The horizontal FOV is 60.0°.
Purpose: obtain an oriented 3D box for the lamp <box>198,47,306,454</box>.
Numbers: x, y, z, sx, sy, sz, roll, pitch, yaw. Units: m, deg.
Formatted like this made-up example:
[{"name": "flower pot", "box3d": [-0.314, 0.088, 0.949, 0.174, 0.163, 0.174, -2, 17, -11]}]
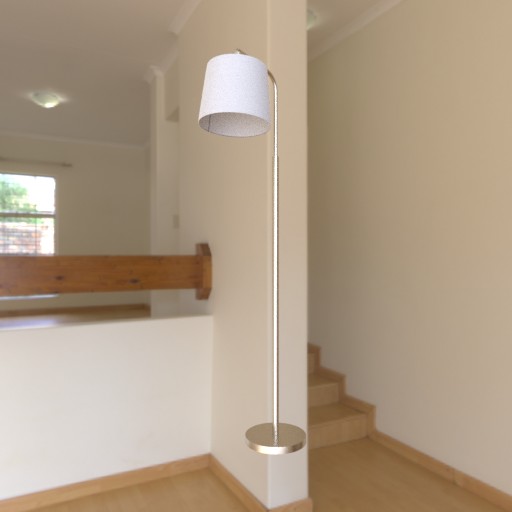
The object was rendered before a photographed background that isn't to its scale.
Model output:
[{"name": "lamp", "box3d": [0.000, 0.000, 1.665, 0.254, 1.478, 0.508, 0, 0, 37]}]
